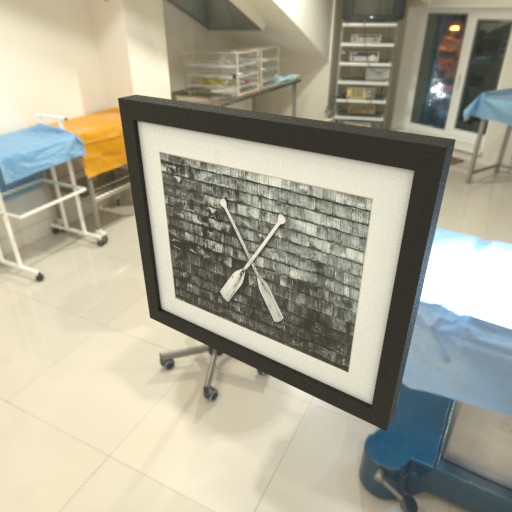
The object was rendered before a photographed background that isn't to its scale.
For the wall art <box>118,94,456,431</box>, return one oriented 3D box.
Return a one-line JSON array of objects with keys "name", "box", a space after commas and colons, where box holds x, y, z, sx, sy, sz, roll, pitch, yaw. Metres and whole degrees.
[{"name": "wall art", "box": [0.000, 0.000, 0.532, 0.381, 0.330, 0.029, 18, 34, 29]}]
